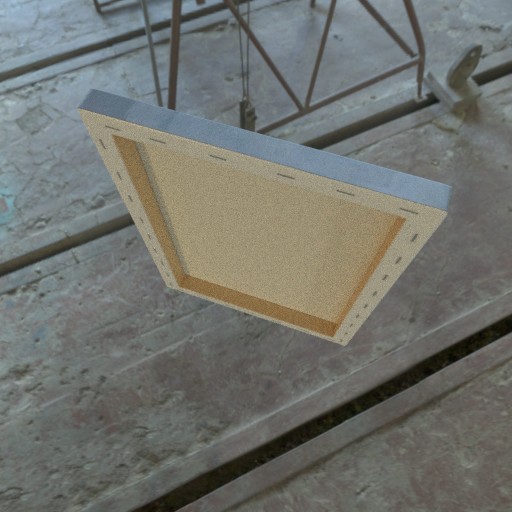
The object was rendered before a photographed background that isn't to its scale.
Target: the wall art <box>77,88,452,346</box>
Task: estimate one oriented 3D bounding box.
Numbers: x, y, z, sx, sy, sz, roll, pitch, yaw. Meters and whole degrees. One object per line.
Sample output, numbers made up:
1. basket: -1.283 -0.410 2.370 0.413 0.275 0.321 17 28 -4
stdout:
1. wall art: 0.000 0.000 0.795 0.455 0.613 0.037 17 66 8
